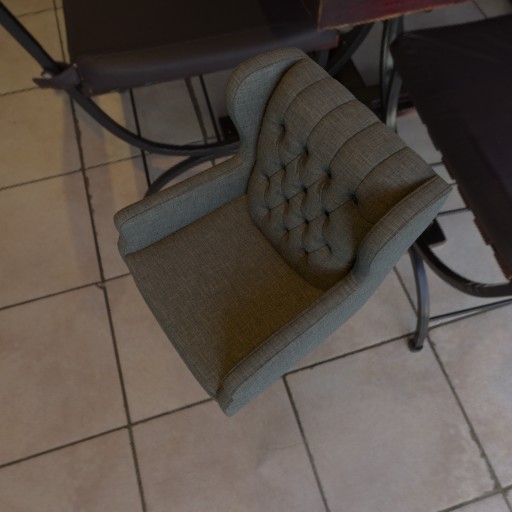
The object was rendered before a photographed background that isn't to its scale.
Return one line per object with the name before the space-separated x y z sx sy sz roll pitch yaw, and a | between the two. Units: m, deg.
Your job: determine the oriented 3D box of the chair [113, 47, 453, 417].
chair | 0.000 0.000 1.495 0.775 0.953 0.711 -33 69 -15
